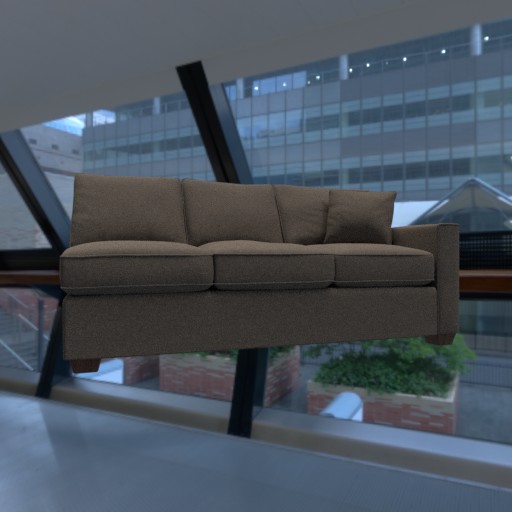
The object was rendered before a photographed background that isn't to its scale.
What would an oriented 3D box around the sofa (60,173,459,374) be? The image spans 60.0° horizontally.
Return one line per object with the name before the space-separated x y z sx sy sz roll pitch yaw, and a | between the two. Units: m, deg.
sofa | 0.000 0.000 2.491 1.963 0.946 1.034 0 0 -18
